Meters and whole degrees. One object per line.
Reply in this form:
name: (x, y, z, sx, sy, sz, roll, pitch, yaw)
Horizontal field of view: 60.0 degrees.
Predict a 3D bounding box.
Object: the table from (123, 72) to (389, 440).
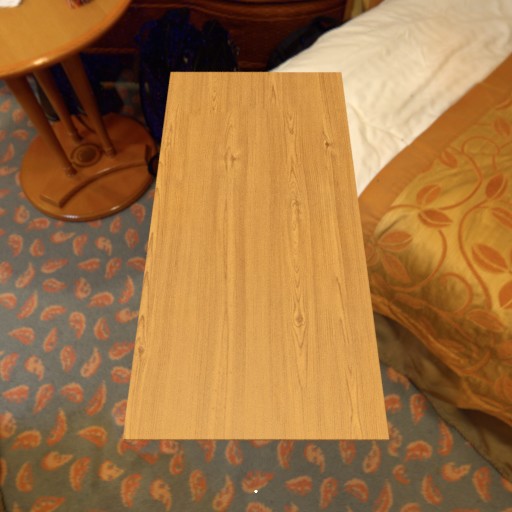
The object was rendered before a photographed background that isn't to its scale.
table: (0.000, 0.000, 2.246, 0.901, 0.750, 1.797, 0, 62, 0)
